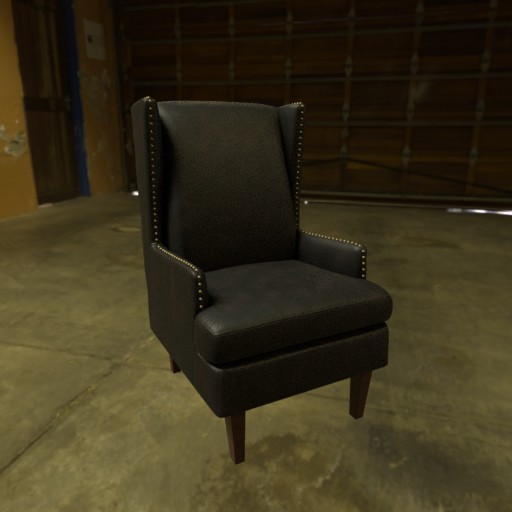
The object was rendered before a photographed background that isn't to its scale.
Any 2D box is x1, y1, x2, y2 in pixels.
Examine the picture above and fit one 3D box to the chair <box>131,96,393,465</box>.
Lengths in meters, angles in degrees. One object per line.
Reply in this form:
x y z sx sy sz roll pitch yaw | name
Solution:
0.000 0.000 1.674 0.703 1.142 0.799 -8 17 -27 | chair
